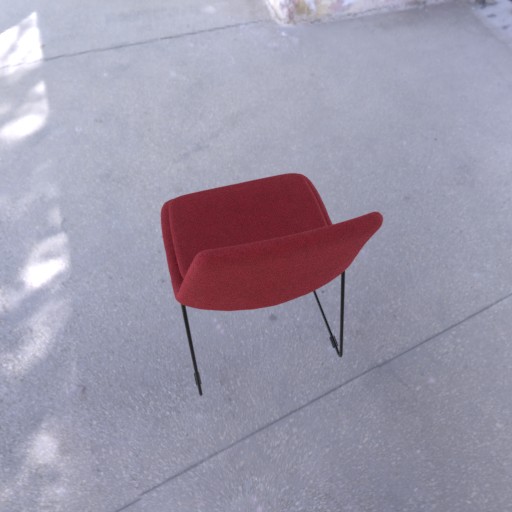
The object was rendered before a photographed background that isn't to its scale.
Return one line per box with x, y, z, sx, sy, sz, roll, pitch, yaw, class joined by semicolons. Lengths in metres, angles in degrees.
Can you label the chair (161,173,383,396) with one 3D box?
0.000;0.000;1.160;0.479;0.858;0.518;-13;59;-8;chair
